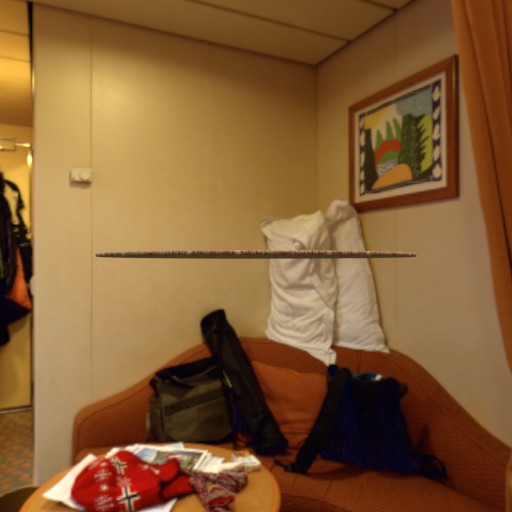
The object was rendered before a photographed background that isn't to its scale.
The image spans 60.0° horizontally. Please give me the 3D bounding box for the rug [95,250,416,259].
[{"bbox_3d":[0.000,0.000,2.222,1.514,0.015,1.514,0,-1,0],"label":"rug"}]
